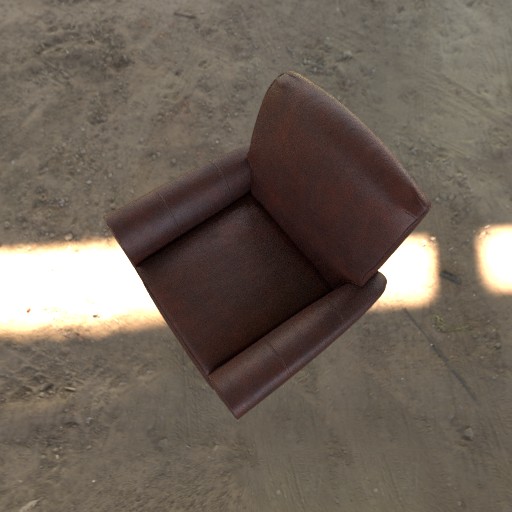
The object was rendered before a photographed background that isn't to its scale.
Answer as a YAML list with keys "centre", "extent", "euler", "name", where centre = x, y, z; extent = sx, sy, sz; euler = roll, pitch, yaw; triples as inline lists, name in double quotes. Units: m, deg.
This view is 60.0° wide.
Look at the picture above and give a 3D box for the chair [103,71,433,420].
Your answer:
- centre: [0.000, 0.000, 1.851]
  extent: [0.902, 1.061, 0.978]
  euler: [-33, 69, -14]
  name: "chair"
